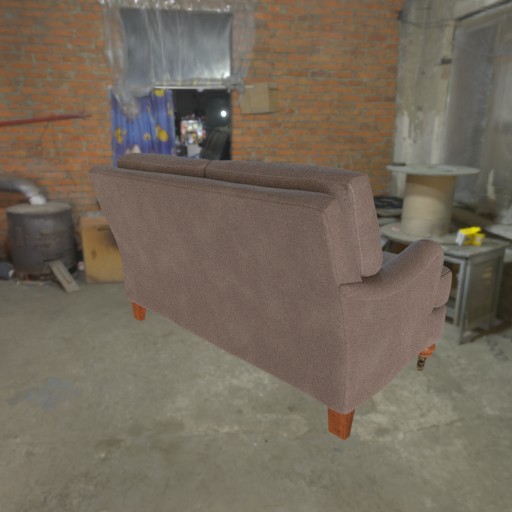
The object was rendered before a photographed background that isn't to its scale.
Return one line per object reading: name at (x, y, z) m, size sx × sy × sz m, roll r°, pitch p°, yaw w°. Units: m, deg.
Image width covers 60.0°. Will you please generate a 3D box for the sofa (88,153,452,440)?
sofa at (0.000, 0.000, 2.499) m, size 1.084 × 1.101 × 1.853 m, roll -15°, pitch 22°, yaw -42°
